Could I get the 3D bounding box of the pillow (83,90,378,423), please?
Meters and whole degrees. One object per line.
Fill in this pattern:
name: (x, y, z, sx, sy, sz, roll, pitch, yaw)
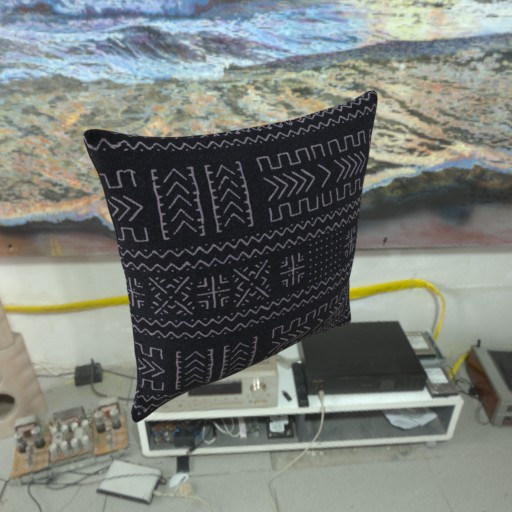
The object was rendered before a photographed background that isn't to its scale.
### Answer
pillow: (0.000, 0.000, 0.656, 0.438, 0.430, 0.164, -18, 34, -29)
